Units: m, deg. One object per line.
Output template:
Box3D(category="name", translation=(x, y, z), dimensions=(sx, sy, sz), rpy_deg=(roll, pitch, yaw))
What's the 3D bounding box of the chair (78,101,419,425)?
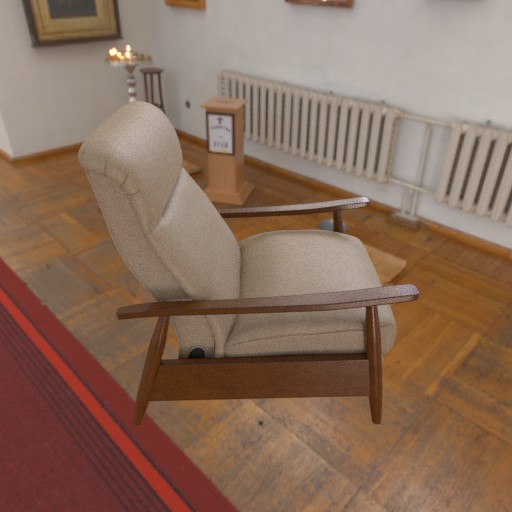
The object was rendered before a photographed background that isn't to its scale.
Box3D(category="chair", translation=(0.000, 0.000, 1.751), dimensions=(1.030, 1.082, 0.762), rpy_deg=(0, 31, 0))
